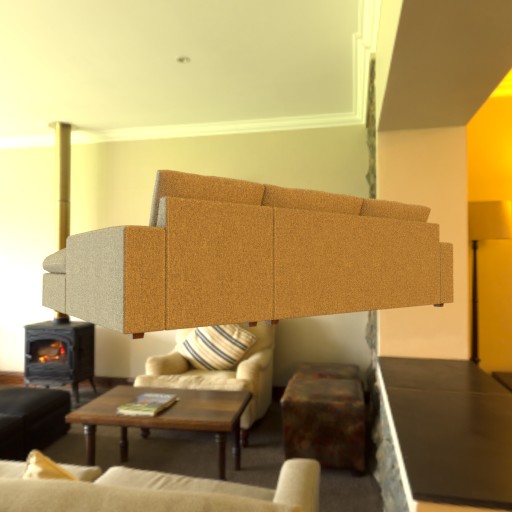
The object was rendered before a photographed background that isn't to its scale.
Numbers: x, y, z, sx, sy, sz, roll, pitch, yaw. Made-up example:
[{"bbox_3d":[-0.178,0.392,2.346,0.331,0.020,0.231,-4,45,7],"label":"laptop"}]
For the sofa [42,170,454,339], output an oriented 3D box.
[{"bbox_3d":[0.000,0.000,3.426,2.718,0.813,1.689,1,-1,-37],"label":"sofa"}]
